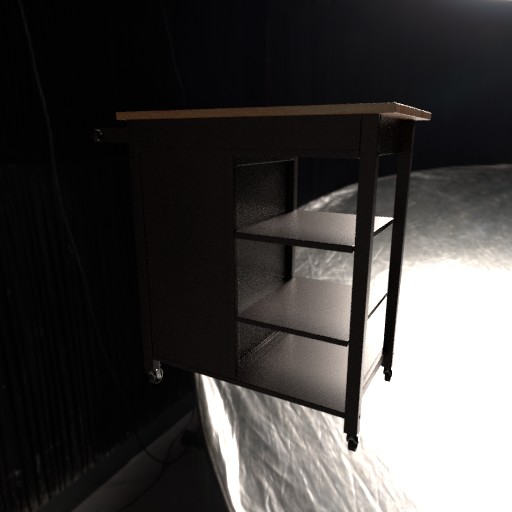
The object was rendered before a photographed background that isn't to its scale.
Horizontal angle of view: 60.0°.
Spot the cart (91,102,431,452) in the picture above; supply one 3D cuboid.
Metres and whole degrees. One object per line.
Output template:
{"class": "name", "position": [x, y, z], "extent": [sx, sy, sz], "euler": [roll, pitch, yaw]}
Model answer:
{"class": "cart", "position": [0.000, 0.000, 1.430], "extent": [0.914, 0.878, 0.472], "euler": [8, 17, 28]}
